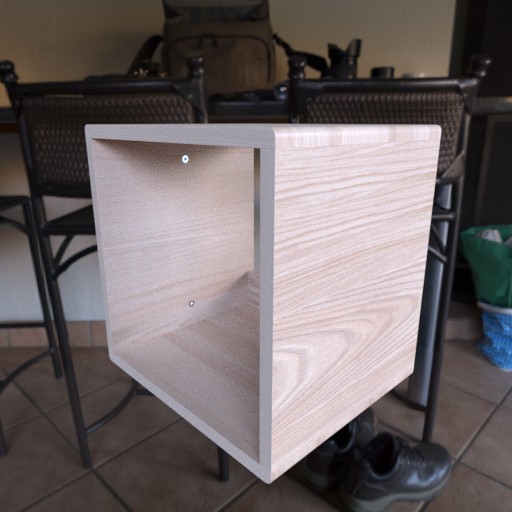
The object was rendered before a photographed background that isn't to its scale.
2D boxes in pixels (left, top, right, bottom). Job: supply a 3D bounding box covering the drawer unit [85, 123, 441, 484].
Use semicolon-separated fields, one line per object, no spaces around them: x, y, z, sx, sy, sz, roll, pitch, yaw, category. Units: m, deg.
0.000;0.000;0.605;0.290;0.344;0.344;-16;23;-42;drawer unit
